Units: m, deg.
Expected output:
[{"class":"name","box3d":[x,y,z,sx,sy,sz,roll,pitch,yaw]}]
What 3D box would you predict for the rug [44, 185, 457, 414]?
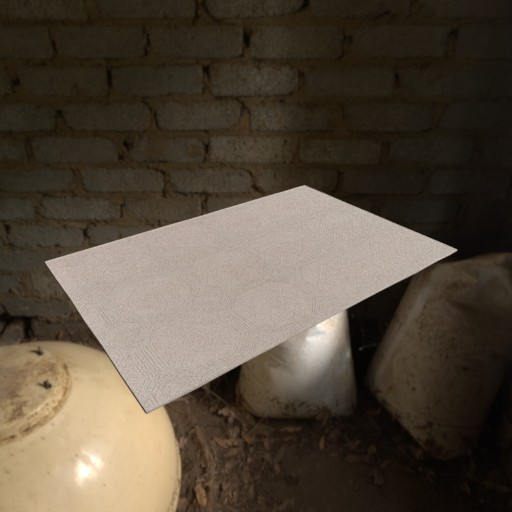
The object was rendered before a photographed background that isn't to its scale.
[{"class":"rug","box3d":[0.000,0.000,2.365,1.839,0.009,1.236,-21,36,-32]}]
